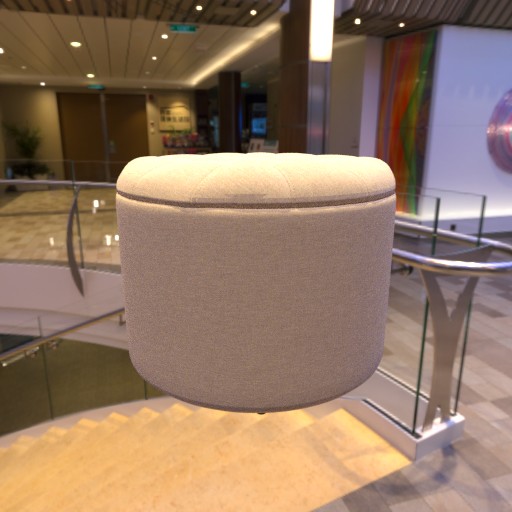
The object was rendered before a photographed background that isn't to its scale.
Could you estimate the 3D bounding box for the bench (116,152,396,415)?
[{"bbox_3d":[0.000,0.000,1.026,0.600,0.454,0.600,0,15,0],"label":"bench"}]
